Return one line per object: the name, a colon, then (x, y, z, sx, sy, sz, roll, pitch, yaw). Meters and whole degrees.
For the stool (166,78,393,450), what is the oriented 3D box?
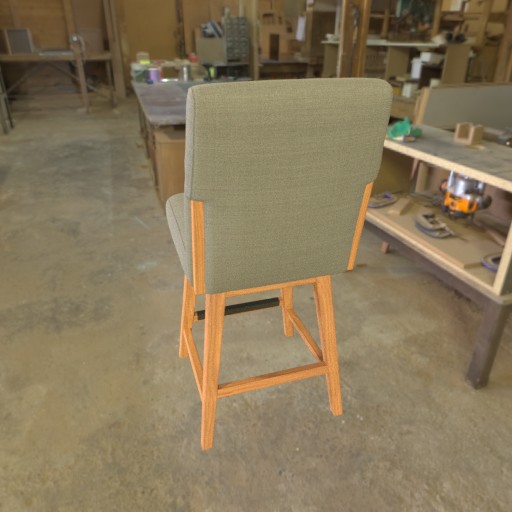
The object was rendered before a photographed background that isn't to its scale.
stool: (0.000, 0.000, 1.303, 0.459, 1.019, 0.570, -8, 29, -15)
